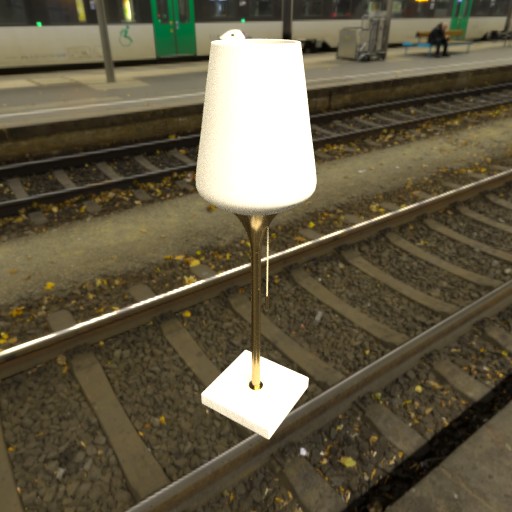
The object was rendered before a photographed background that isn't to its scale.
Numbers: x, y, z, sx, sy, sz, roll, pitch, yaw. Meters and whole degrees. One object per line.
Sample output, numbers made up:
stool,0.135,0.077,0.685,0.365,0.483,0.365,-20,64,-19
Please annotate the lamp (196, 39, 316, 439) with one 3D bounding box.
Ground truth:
lamp,0.000,0.000,0.732,0.181,0.639,0.181,18,34,29
